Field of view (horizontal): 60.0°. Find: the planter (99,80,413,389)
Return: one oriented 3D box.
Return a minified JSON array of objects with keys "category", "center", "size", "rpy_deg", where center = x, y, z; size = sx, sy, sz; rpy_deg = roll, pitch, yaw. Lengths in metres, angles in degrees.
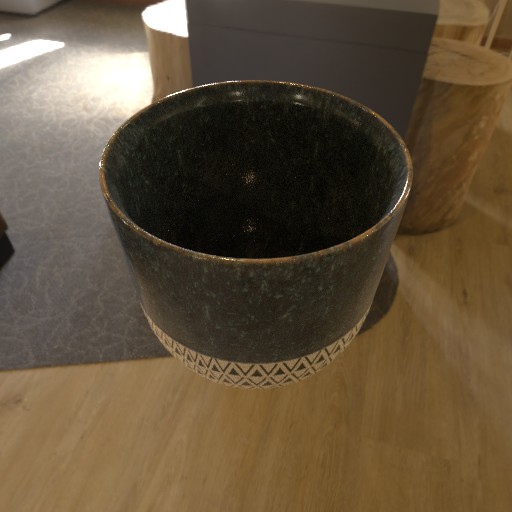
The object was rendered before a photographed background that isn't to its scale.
[{"category":"planter","center":[0.000,0.000,0.483],"size":[0.266,0.270,0.266],"rpy_deg":[0,47,0]}]
